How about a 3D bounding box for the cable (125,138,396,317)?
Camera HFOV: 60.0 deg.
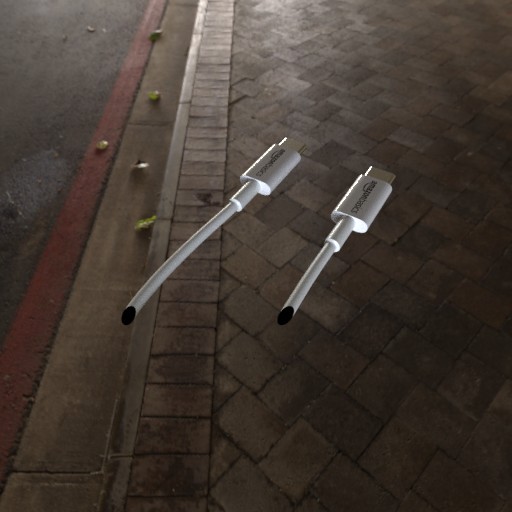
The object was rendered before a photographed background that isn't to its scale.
[{"bbox_3d":[0.000,0.000,0.112,0.041,0.005,0.098,25,52,21],"label":"cable"}]
